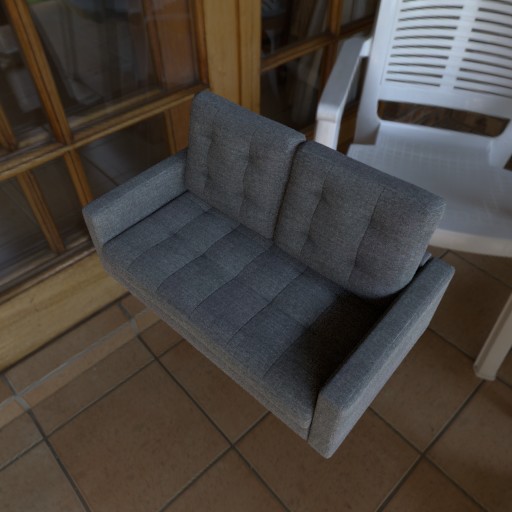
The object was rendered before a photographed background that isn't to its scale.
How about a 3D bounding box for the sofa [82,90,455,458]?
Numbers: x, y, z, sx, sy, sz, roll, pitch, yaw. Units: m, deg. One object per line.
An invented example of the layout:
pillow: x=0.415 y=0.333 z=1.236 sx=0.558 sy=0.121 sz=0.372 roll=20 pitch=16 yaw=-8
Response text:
sofa: x=0.000 y=0.000 z=1.928 sx=1.407 sy=0.907 sz=0.842 roll=33 pitch=55 yaw=27
